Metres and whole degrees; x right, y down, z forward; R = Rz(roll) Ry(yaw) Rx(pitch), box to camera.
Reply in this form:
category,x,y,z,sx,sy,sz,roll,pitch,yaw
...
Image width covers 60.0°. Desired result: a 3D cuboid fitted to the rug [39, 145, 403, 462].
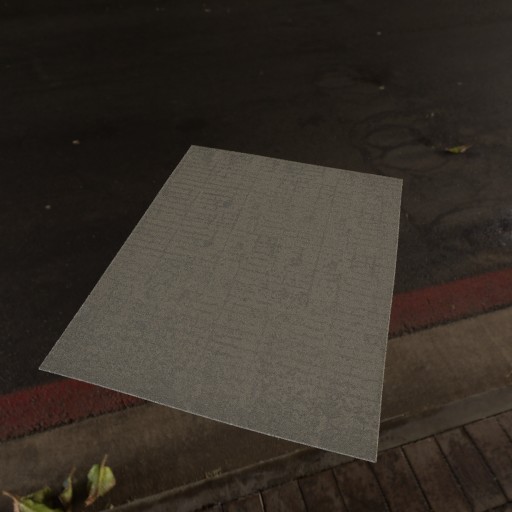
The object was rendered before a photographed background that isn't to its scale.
category,x,y,z,sx,sy,sz,roll,pitch,yaw
rug,0.000,0.000,4.015,2.447,0.014,3.061,12,48,11
